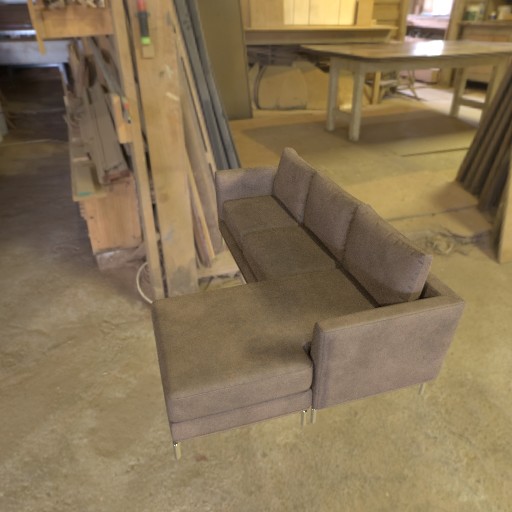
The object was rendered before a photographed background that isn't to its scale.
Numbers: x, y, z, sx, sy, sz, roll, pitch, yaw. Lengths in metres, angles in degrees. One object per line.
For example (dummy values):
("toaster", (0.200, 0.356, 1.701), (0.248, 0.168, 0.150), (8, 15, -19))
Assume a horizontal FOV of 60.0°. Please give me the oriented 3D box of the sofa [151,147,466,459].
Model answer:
("sofa", (0.000, 0.000, 3.284), (1.622, 0.987, 2.438), (-9, 31, -15))
